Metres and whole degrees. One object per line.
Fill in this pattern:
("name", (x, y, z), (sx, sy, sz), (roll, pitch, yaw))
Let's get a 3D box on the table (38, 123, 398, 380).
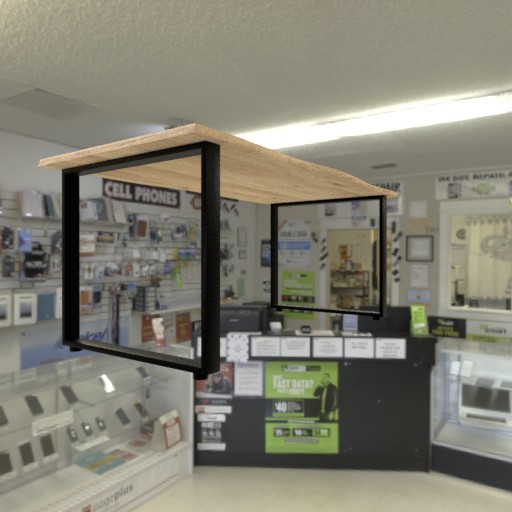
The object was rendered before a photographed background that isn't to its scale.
("table", (0.000, 0.000, 2.258), (0.900, 0.780, 1.800), (0, 0, 36))
